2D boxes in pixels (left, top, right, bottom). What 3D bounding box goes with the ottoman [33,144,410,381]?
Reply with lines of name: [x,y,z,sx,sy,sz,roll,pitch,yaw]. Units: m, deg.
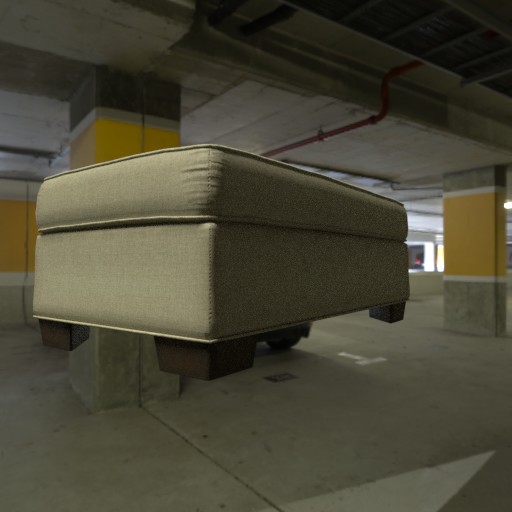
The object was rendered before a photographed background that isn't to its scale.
ottoman: [0.000,0.000,1.380,0.617,0.461,1.097,-1,-1,37]
